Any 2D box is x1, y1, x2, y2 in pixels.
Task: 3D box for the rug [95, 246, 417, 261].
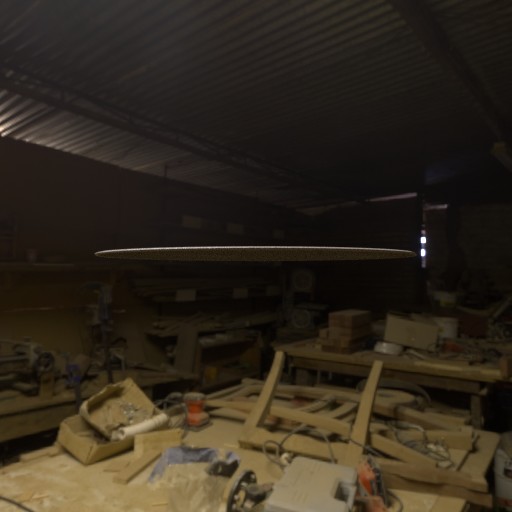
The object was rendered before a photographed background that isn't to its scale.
[{"bbox_3d":[0.000,0.000,2.330,1.593,0.012,1.593,0,-2,0],"label":"rug"}]
